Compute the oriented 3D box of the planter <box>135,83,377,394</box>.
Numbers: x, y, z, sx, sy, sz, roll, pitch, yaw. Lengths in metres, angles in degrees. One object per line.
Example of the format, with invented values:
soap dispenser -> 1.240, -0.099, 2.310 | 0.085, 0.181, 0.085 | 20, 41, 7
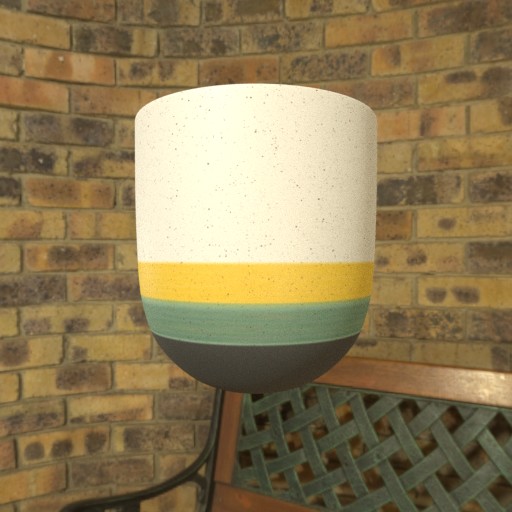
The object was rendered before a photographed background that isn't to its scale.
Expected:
planter -> 0.000, 0.000, 0.370 | 0.195, 0.214, 0.195 | 0, 0, 0
